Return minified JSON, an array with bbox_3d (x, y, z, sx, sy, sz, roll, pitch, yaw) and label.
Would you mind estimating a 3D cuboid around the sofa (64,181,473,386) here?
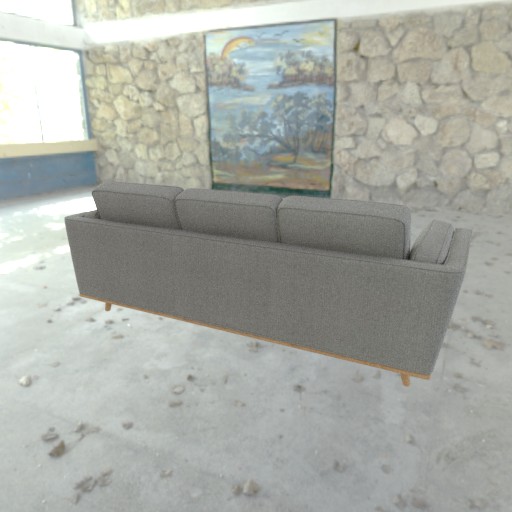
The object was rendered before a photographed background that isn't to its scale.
[{"bbox_3d":[0.000,0.000,2.756,2.362,0.899,0.903,9,19,26],"label":"sofa"}]
